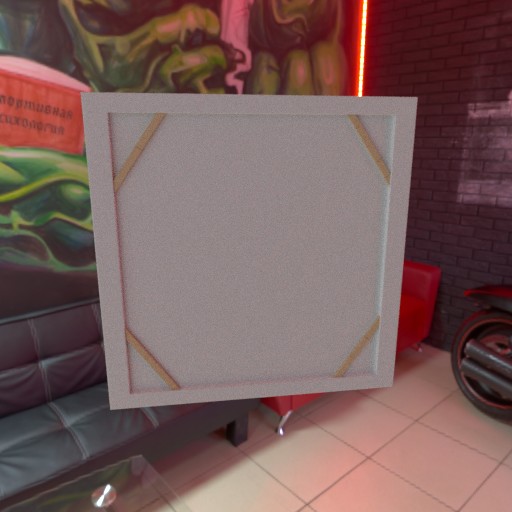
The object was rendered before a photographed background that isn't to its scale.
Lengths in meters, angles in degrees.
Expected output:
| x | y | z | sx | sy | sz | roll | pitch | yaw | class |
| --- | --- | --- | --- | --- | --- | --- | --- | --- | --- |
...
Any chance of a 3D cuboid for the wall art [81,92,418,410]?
| x | y | z | sx | sy | sz | roll | pitch | yaw | class |
| --- | --- | --- | --- | --- | --- | --- | --- | --- | --- |
| 0.000 | 0.000 | 0.597 | 0.405 | 0.407 | 0.038 | -2 | 15 | -8 | wall art |
